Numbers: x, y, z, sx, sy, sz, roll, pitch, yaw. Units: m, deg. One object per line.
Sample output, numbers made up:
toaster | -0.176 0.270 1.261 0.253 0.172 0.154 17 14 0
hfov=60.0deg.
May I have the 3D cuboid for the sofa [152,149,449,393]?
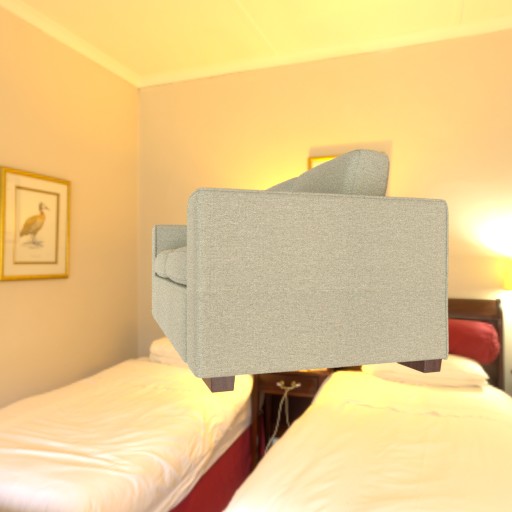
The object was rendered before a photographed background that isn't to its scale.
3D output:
sofa | 0.000 0.000 2.440 1.007 0.924 1.812 0 0 -18
